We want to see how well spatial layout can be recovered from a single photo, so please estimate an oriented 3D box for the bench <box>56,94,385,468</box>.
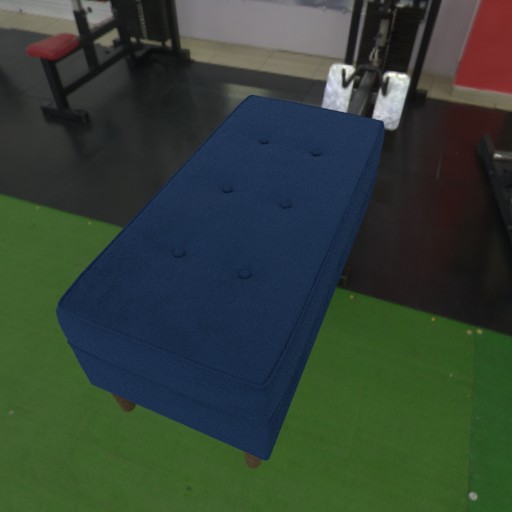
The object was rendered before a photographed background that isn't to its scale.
[{"bbox_3d":[0.000,0.000,1.295,0.489,0.467,1.010,17,49,16],"label":"bench"}]
